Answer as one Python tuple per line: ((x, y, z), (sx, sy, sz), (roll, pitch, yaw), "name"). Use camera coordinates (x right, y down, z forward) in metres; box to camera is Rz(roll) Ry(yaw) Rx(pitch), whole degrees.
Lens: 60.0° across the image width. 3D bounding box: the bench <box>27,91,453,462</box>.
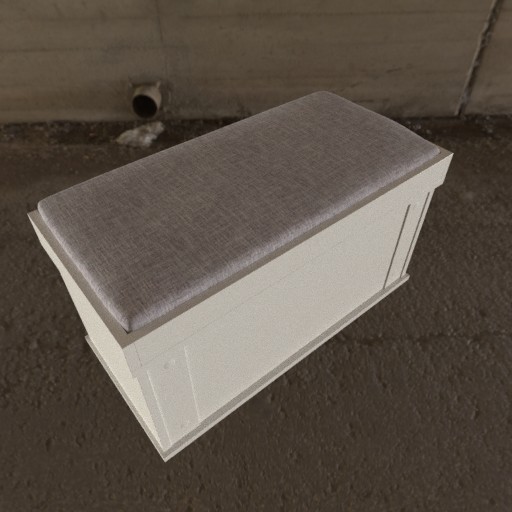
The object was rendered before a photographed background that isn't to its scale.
((0.000, 0.000, 0.972), (0.734, 0.461, 0.362), (-30, 52, -27), "bench")
